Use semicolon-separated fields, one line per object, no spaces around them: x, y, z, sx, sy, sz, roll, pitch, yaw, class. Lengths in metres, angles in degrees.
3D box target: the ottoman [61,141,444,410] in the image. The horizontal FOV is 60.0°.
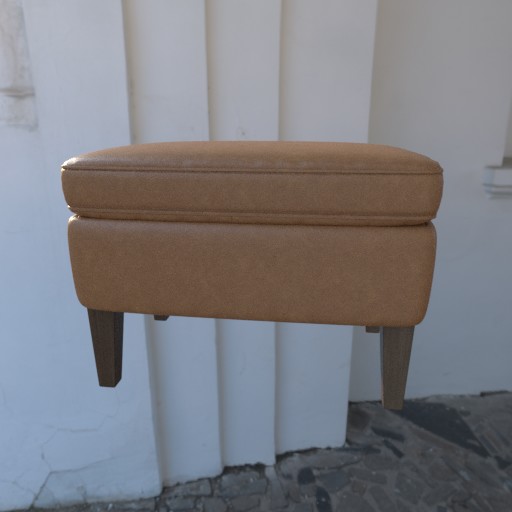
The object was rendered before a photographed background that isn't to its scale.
0.000;0.000;0.961;0.670;0.480;0.420;2;17;7;ottoman
